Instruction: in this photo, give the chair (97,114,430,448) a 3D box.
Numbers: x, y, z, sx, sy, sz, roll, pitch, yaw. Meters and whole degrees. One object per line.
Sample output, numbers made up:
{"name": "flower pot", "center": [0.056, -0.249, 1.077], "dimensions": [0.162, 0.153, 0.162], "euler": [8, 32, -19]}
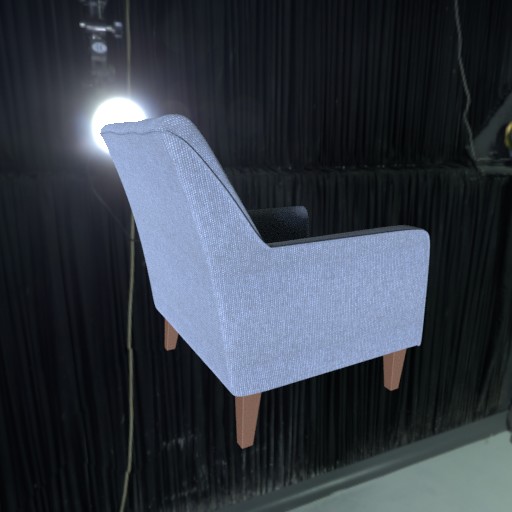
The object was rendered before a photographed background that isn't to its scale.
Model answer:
{"name": "chair", "center": [0.000, 0.000, 1.585], "dimensions": [0.899, 0.919, 0.780], "euler": [-8, 17, -28]}
